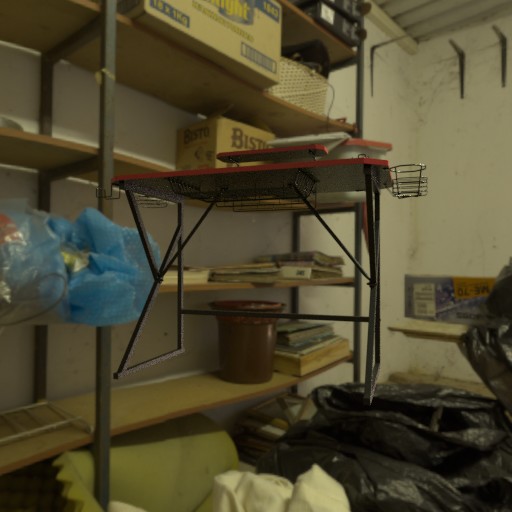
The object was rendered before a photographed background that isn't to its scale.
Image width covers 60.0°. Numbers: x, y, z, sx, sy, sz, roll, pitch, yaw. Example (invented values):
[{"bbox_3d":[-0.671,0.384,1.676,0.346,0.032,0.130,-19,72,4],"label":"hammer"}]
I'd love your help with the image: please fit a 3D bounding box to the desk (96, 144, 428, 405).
[{"bbox_3d":[0.000,0.000,1.757,1.280,0.913,0.588,0,-1,19],"label":"desk"}]
